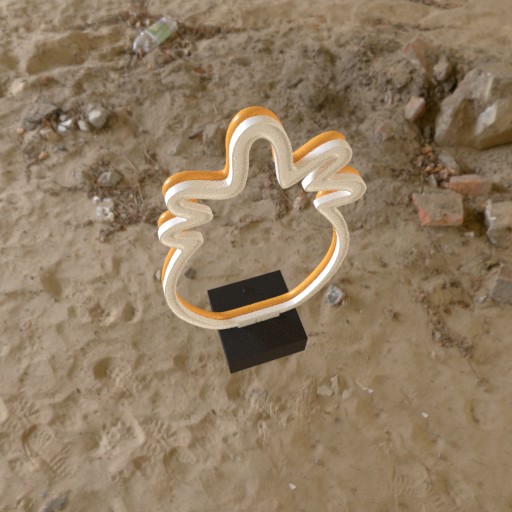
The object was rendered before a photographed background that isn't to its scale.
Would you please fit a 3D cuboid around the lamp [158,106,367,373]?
[{"bbox_3d":[0.000,0.000,0.383,0.167,0.317,0.088,-15,60,-9],"label":"lamp"}]
